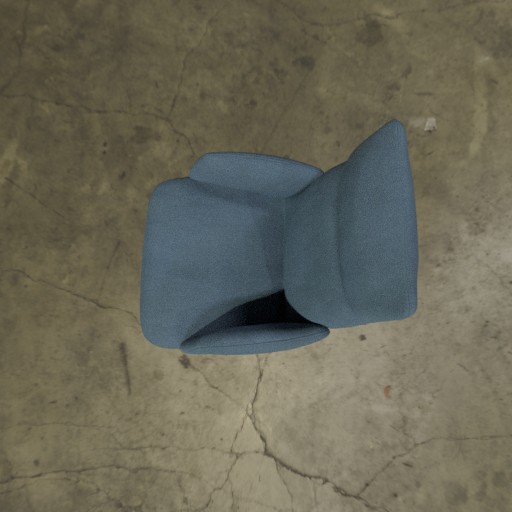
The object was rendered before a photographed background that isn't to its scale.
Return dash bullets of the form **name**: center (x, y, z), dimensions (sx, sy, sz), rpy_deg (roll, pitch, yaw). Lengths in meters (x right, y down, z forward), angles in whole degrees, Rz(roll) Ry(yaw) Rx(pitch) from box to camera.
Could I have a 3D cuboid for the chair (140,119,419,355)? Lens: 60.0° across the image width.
- **chair**: center (0.000, 0.000, 1.620), dimensions (0.889, 1.016, 0.711), rpy_deg (1, 77, 0)
